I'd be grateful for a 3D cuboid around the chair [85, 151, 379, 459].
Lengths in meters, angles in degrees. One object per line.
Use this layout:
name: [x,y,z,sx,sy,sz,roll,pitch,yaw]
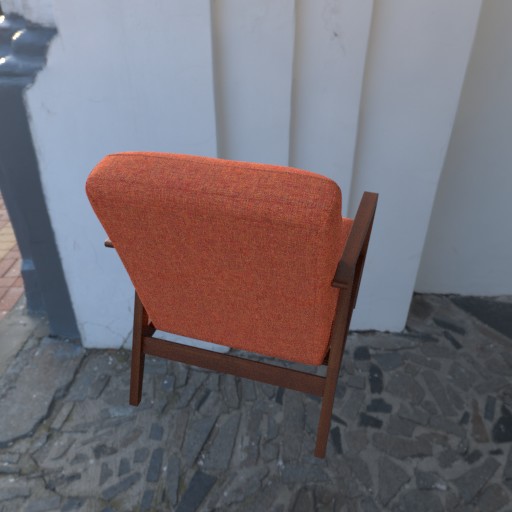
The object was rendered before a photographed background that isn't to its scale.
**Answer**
chair: [0.000,0.000,1.499,0.719,0.890,0.860,10,33,15]
